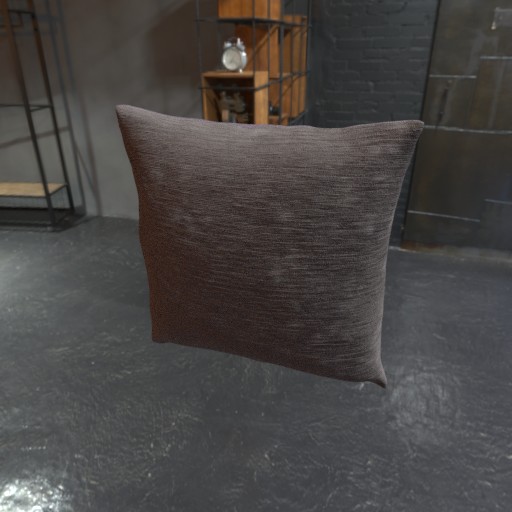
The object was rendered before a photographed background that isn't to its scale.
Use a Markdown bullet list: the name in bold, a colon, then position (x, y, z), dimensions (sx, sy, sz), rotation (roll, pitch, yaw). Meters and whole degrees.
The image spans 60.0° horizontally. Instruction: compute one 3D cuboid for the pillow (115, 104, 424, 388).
- **pillow**: position (0.000, 0.000, 0.702), dimensions (0.452, 0.439, 0.204), rotation (8, 27, 17)
